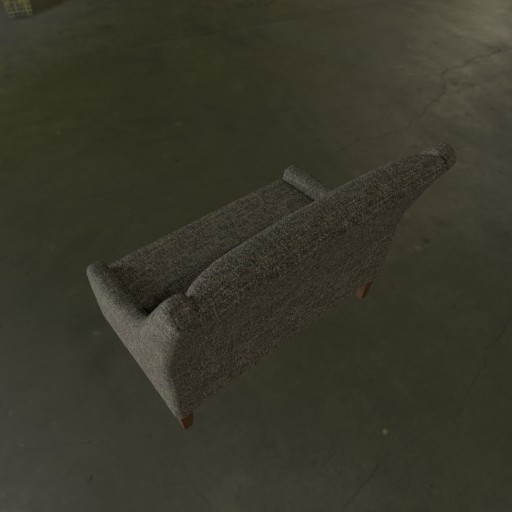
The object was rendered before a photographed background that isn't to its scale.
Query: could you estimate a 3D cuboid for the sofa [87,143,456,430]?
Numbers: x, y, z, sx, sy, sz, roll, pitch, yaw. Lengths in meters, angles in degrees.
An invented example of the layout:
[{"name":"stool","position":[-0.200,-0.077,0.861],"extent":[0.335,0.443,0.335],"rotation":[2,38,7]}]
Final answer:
[{"name":"sofa","position":[0.000,0.000,1.928],"extent":[1.242,1.021,0.870],"rotation":[-30,53,-26]}]
